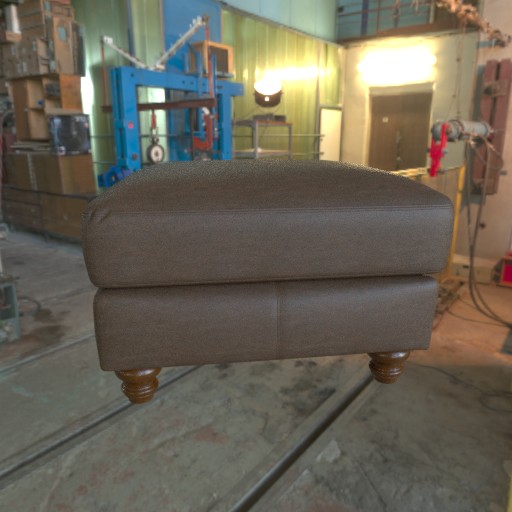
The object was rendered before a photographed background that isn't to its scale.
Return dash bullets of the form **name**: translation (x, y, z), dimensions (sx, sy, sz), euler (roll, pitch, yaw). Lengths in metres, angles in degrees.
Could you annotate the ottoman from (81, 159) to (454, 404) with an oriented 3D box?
- **ottoman**: translation (0.000, 0.000, 1.200), dimensions (0.787, 0.508, 0.635), euler (-2, 15, -8)
